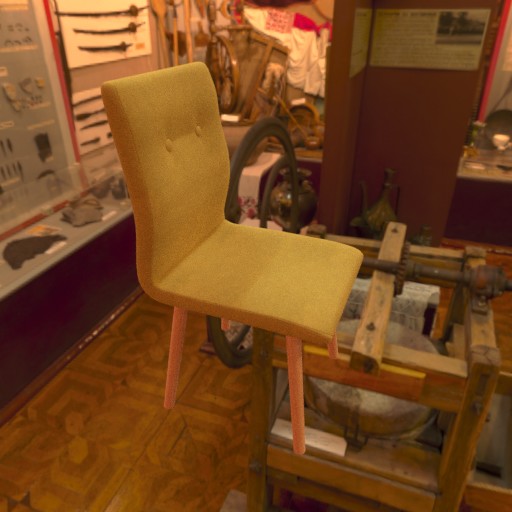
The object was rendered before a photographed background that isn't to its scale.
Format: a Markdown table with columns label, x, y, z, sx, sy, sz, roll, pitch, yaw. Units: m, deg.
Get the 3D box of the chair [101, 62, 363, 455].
| label | x | y | z | sx | sy | sz | roll | pitch | yaw |
| --- | --- | --- | --- | --- | --- | --- | --- | --- | --- |
| chair | 0.000 | 0.000 | 1.269 | 0.550 | 0.965 | 0.450 | 11 | 32 | 19 |
